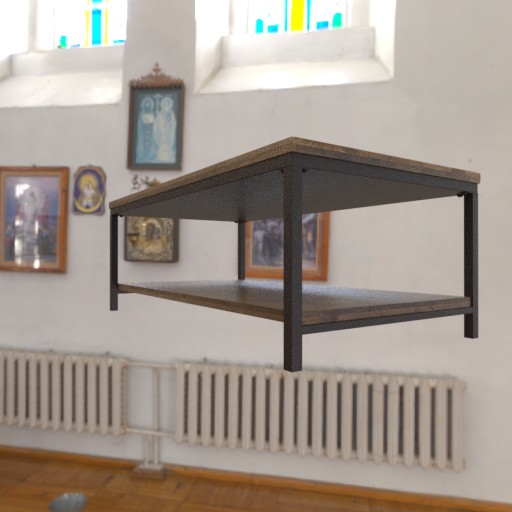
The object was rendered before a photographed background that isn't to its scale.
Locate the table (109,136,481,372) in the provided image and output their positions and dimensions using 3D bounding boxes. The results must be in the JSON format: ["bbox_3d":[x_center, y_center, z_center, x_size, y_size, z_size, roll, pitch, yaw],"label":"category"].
[{"bbox_3d":[0.000,0.000,1.335,0.574,0.393,1.062,0,0,-34],"label":"table"}]
